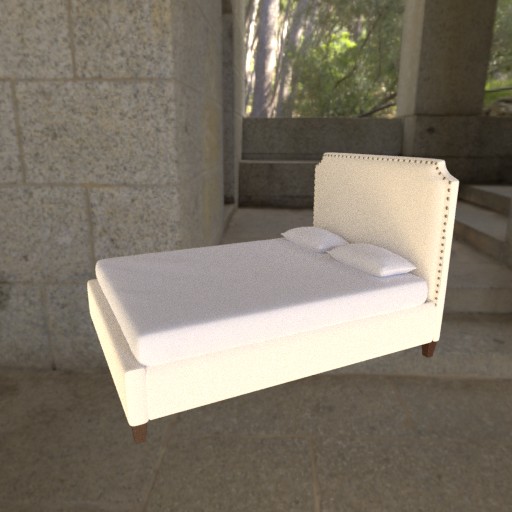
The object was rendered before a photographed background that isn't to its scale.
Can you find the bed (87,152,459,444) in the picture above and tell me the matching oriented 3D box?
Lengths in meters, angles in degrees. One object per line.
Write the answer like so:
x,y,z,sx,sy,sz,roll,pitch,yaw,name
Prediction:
0.000,0.000,3.464,2.372,1.497,1.712,-8,17,-25,bed
